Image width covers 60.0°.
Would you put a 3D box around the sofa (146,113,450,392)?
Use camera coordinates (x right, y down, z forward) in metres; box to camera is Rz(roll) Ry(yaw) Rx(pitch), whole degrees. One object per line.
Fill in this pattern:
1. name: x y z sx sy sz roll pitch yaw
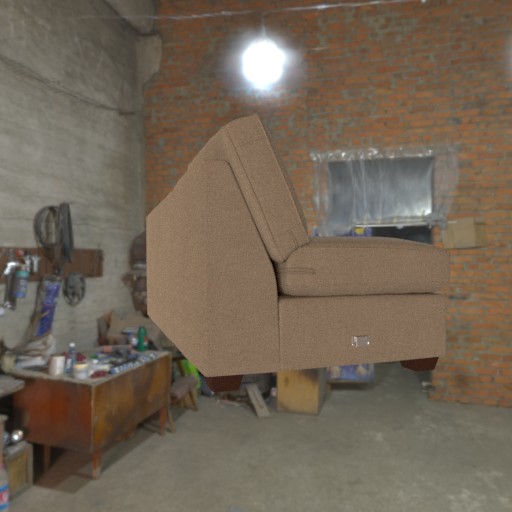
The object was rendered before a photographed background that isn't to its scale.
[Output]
1. sofa: 0.000 0.000 2.714 1.127 1.036 2.092 0 -1 -19
